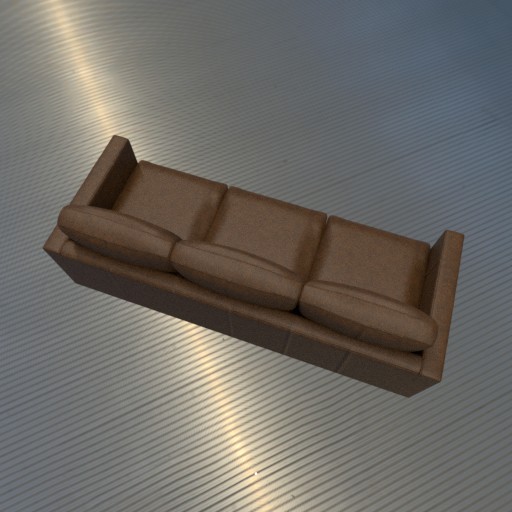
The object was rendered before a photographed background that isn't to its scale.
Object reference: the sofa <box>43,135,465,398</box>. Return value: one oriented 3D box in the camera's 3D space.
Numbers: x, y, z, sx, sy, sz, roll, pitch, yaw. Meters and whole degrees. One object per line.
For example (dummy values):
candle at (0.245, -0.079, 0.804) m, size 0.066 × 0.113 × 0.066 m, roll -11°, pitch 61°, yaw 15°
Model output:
sofa at (0.000, 0.000, 2.703) m, size 2.231 × 0.930 × 0.903 m, roll 17°, pitch 65°, yaw 8°
